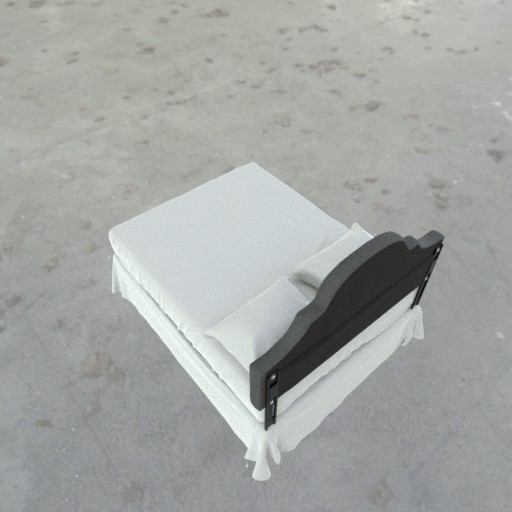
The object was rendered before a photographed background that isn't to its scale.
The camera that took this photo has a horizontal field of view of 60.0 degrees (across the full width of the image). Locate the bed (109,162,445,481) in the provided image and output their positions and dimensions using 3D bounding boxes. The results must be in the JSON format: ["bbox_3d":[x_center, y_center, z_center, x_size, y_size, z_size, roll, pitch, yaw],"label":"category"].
[{"bbox_3d":[0.000,0.000,3.367,1.780,1.634,2.222,-31,53,-26],"label":"bed"}]
